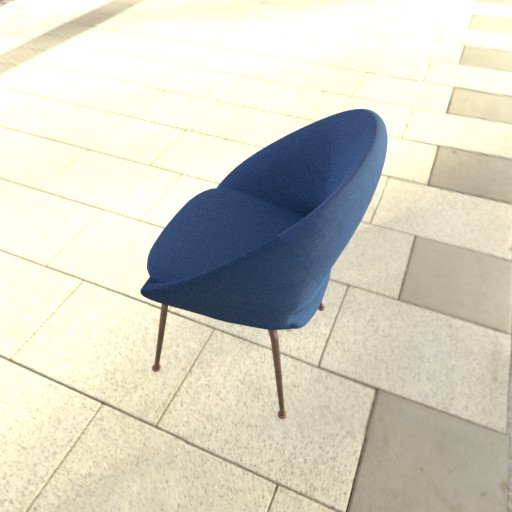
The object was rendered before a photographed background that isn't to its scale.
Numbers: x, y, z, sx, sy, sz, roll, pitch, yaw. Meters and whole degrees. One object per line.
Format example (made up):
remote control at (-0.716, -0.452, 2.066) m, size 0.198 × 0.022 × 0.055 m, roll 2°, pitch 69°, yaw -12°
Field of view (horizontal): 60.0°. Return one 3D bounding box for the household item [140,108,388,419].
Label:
household item at (0.000, 0.000, 1.270) m, size 0.573 × 0.852 × 0.623 m, roll 16°, pitch 48°, yaw 15°
